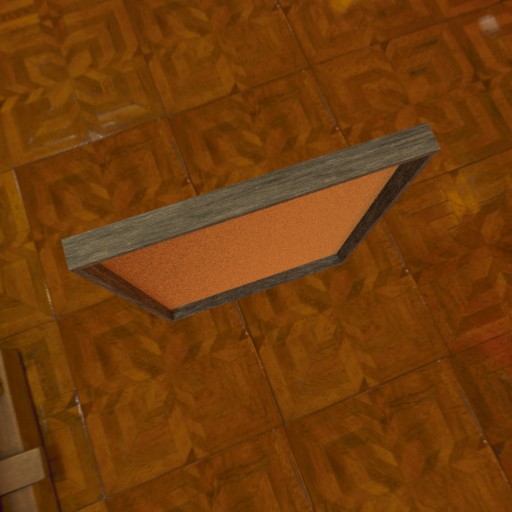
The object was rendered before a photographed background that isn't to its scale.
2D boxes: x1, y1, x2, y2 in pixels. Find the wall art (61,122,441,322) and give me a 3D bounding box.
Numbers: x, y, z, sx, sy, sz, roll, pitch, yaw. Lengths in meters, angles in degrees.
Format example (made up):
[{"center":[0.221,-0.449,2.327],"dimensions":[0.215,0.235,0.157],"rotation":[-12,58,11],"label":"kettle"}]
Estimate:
[{"center":[0.000,0.000,1.358],"dimensions":[0.762,1.016,0.063],"rotation":[-19,77,-5],"label":"wall art"}]
